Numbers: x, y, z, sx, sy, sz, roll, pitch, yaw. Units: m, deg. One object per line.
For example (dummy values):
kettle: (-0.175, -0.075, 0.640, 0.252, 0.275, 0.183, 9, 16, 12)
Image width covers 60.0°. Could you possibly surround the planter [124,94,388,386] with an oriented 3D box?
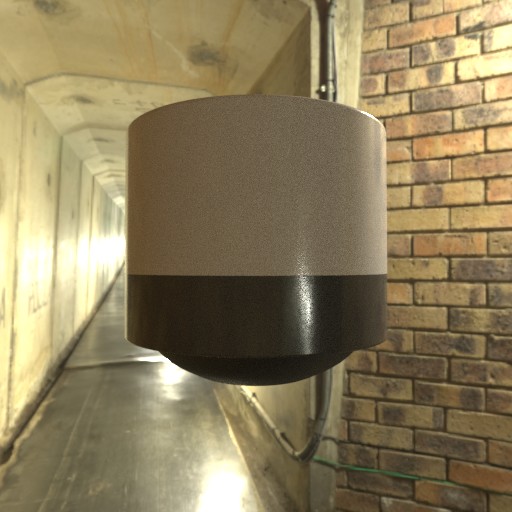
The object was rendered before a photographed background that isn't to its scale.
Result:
planter: (0.000, 0.000, 0.340, 0.193, 0.177, 0.193, 0, -1, 0)
